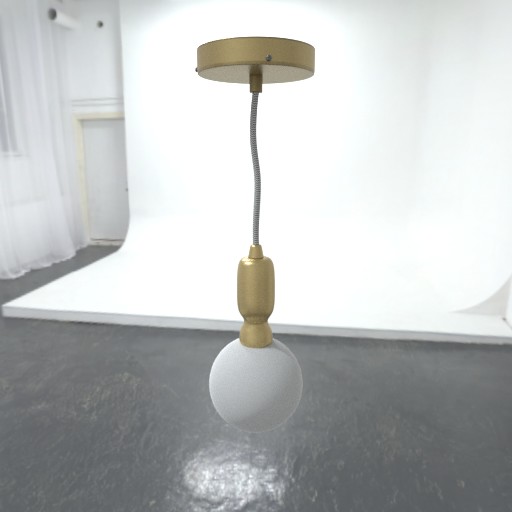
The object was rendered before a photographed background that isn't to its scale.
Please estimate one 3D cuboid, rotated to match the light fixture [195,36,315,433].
[{"bbox_3d":[0.000,0.000,0.594,0.147,0.510,0.146,-2,13,-11],"label":"light fixture"}]
